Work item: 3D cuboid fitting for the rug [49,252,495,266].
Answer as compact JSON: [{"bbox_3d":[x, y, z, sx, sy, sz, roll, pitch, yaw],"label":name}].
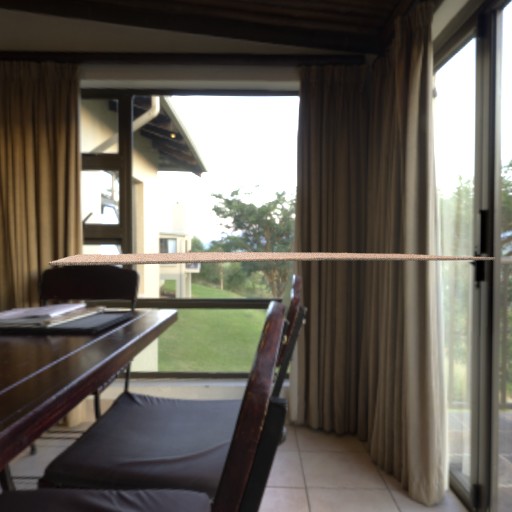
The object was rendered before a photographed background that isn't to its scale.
[{"bbox_3d":[0.000,0.000,2.876,2.264,0.030,1.624,0,1,-18],"label":"rug"}]
